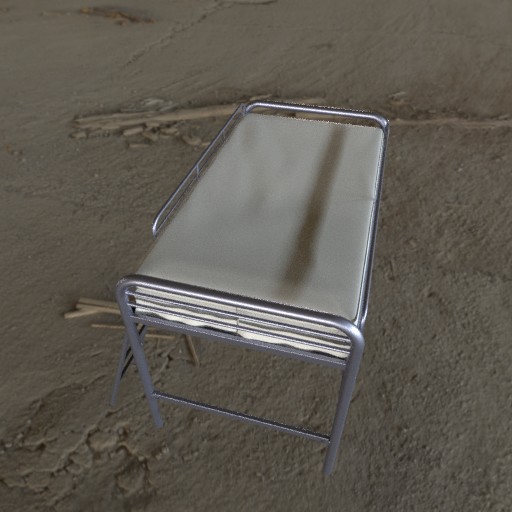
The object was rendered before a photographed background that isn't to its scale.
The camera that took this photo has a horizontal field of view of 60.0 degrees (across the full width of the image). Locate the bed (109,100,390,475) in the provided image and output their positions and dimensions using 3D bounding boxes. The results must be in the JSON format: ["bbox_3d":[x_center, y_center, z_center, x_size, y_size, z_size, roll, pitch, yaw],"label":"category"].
[{"bbox_3d":[0.000,0.000,2.906,1.415,1.288,1.965,10,42,12],"label":"bed"}]
